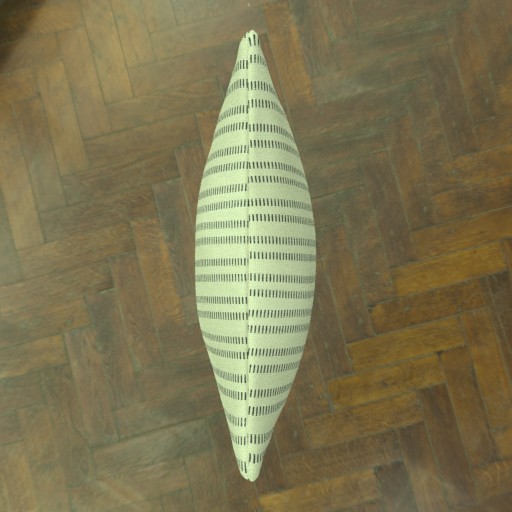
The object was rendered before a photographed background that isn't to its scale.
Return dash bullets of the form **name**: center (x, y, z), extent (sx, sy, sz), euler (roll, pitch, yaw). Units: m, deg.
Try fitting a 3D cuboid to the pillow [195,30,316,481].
- **pillow**: center (0.000, 0.000, 0.787), extent (0.210, 0.353, 0.640), euler (0, 88, 0)
